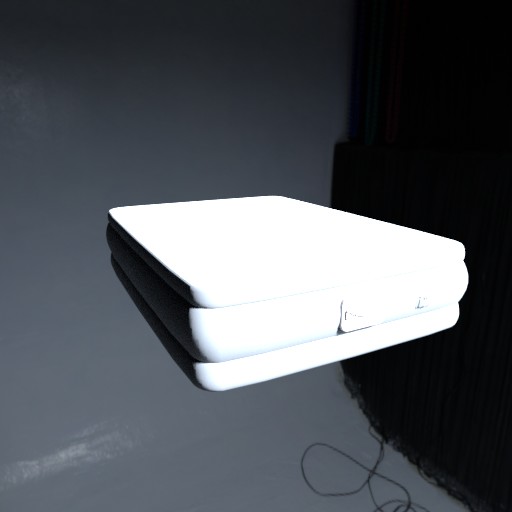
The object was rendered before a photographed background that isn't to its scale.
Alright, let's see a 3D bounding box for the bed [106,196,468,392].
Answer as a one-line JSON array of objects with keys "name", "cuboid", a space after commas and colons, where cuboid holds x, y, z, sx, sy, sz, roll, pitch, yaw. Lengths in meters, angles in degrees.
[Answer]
[{"name": "bed", "cuboid": [0.000, 0.000, 2.733, 1.520, 0.460, 2.036, -8, 18, -26]}]
